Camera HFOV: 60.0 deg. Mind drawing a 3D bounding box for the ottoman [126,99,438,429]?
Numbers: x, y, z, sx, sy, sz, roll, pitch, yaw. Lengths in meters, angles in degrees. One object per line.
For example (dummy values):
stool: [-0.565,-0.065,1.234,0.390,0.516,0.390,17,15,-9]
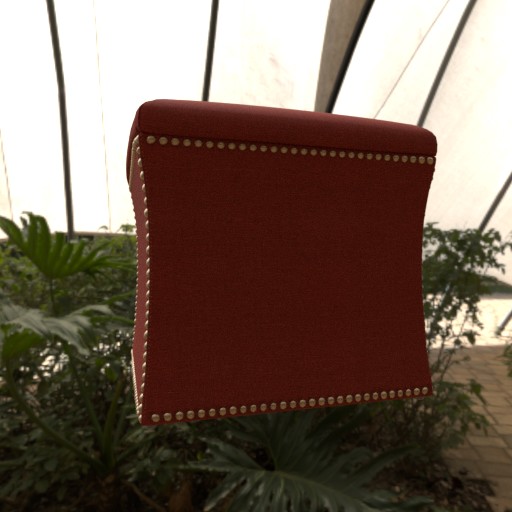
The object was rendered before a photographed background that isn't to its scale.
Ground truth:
ottoman: [0.000,0.000,0.883,0.497,0.475,0.507,0,0,-17]
